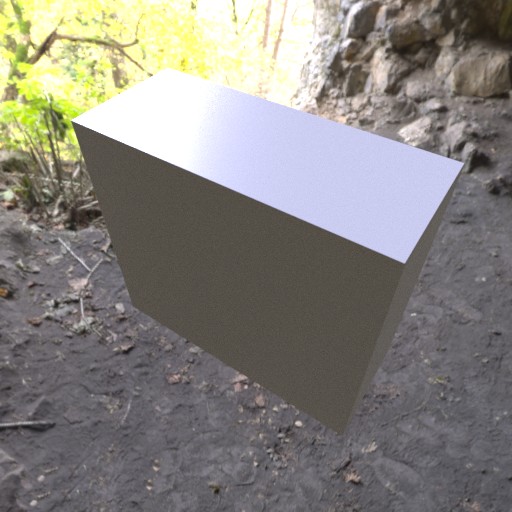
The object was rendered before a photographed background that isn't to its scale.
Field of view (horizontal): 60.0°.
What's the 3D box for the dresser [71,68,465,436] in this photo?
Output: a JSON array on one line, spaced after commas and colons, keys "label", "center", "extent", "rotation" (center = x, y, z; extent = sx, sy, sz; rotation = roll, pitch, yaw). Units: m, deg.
[{"label": "dresser", "center": [0.000, 0.000, 1.682], "extent": [1.100, 1.000, 0.460], "rotation": [26, 52, 22]}]
